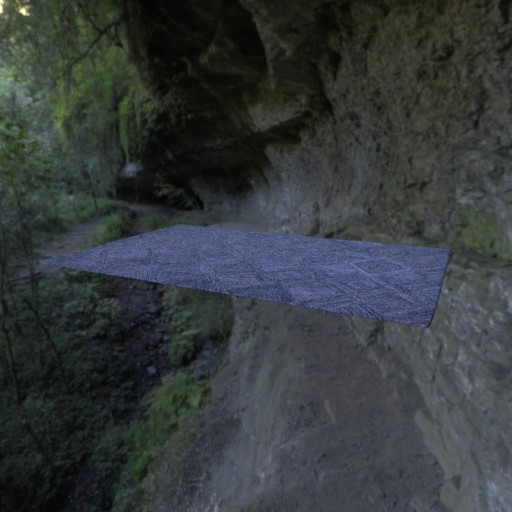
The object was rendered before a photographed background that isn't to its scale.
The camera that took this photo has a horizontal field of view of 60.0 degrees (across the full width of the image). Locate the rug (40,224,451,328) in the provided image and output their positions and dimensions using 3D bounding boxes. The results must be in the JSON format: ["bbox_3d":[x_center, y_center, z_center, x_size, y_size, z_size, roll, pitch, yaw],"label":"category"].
[{"bbox_3d":[0.000,0.000,2.229,1.752,0.013,1.158,7,16,25],"label":"rug"}]
